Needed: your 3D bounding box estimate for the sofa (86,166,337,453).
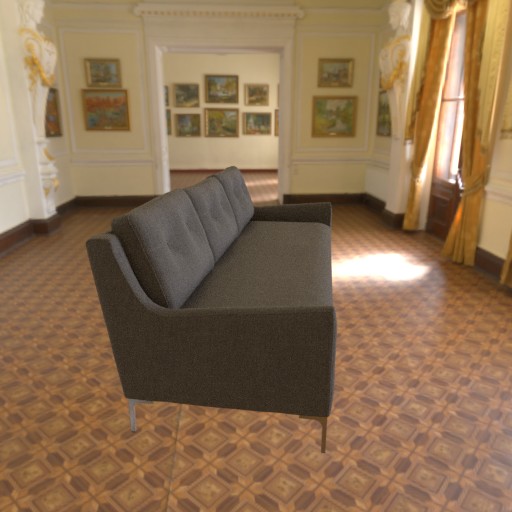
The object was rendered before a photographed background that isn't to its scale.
[{"bbox_3d":[0.000,0.000,2.470,0.849,0.837,2.060,3,17,8],"label":"sofa"}]
